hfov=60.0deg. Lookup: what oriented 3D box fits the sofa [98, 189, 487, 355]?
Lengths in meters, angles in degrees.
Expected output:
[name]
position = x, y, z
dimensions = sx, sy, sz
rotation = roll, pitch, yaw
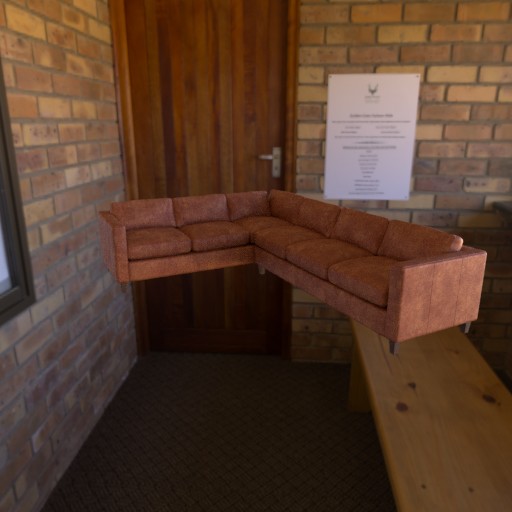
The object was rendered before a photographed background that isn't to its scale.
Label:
[sofa]
position = 0.000, 0.000, 4.318
dimensions = 2.438, 0.838, 3.150
rotation = -8, 18, -26
